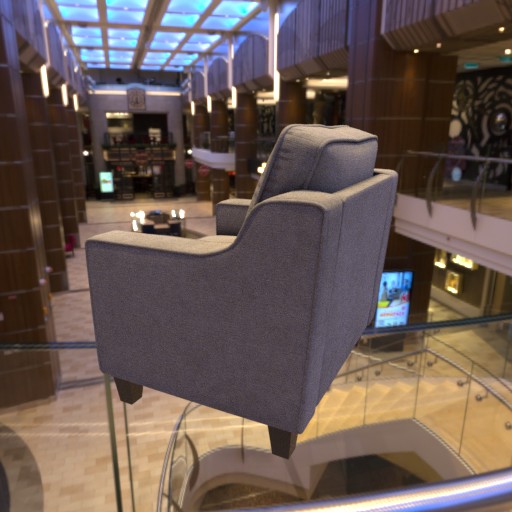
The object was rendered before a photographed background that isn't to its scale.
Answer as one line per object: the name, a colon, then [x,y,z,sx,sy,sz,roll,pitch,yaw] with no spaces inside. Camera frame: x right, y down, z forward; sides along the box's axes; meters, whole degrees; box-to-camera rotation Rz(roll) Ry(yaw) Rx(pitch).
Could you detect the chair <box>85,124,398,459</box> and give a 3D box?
chair: [0.000,0.000,1.662,0.840,0.944,0.926,8,18,26]
